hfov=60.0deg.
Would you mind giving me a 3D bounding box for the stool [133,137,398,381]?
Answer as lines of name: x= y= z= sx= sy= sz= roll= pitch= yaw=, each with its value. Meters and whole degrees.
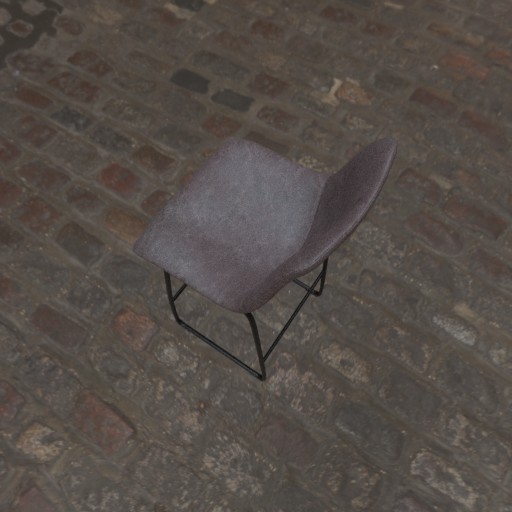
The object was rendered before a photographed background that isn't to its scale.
stool: x=0.000 y=0.000 z=1.438 sx=0.561 sy=1.082 sz=0.514 roll=31 pitch=67 yaw=15
